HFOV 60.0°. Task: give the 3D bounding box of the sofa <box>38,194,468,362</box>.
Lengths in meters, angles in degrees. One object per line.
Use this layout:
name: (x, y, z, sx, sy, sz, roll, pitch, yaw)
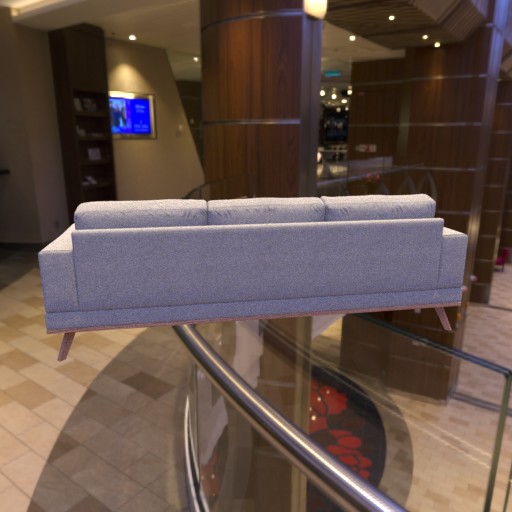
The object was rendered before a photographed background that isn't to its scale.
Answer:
sofa: (0.000, 0.000, 2.788, 2.310, 0.810, 0.920, -3, 15, -9)
